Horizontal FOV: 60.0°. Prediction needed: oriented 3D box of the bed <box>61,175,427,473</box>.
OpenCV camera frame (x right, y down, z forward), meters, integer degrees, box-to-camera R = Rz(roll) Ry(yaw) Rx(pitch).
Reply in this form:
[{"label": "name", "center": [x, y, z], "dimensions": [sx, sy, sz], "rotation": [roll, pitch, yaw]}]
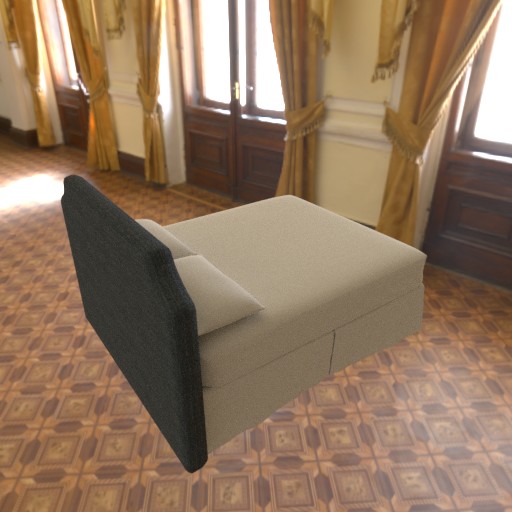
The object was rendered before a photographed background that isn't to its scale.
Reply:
[{"label": "bed", "center": [0.000, 0.000, 3.323], "dimensions": [2.208, 1.297, 1.828], "rotation": [-19, 33, -31]}]
